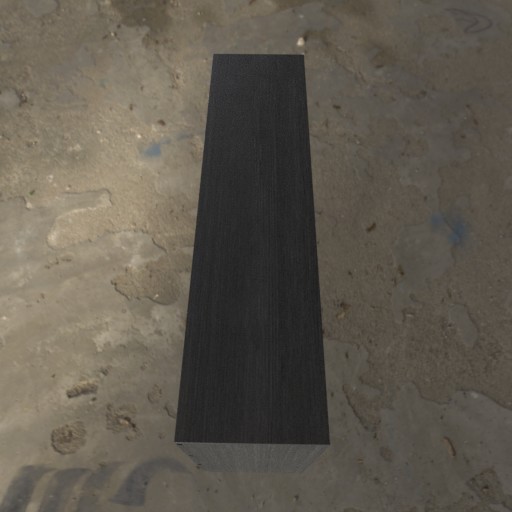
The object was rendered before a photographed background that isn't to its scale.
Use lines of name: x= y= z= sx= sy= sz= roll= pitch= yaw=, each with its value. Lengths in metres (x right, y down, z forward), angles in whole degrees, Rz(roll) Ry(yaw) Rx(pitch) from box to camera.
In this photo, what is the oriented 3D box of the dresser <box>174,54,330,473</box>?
dresser: x=0.000 y=0.000 z=1.880 sx=0.400 sy=0.795 sz=1.590 roll=1 pitch=59 yaw=0
